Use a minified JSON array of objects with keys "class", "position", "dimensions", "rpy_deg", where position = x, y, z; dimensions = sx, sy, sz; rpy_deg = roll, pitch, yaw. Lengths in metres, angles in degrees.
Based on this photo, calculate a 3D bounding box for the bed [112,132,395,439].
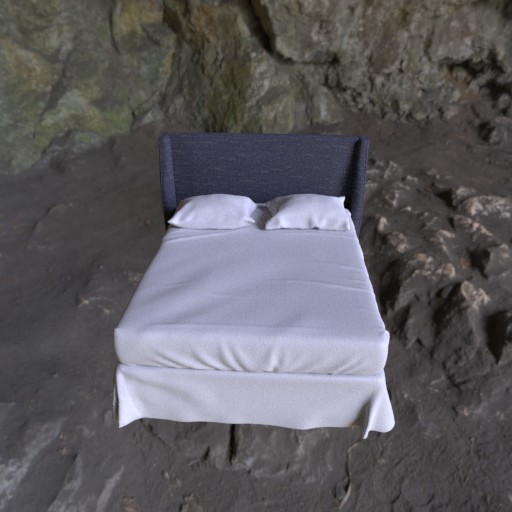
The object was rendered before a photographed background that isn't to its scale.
[{"class":"bed","position":[0.000,0.000,3.453],"dimensions":[1.925,1.332,2.276],"rpy_deg":[2,30,3]}]
